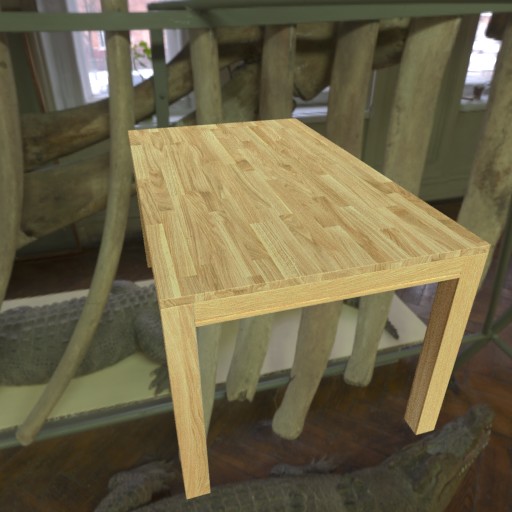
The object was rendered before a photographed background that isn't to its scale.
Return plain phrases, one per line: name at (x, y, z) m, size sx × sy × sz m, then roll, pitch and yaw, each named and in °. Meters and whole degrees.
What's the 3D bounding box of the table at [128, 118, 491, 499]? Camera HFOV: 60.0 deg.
table at (0.000, 0.000, 1.921) m, size 0.900 × 0.770 × 1.500 m, roll -9°, pitch 32°, yaw -14°
